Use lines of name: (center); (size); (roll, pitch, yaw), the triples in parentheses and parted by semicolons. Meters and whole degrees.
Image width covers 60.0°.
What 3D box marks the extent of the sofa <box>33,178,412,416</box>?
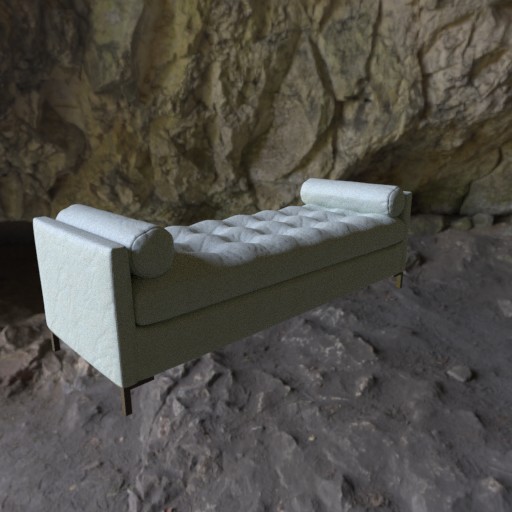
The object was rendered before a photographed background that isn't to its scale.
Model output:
sofa: (0.000, 0.000, 2.505); (2.102, 0.705, 0.796); (-15, 21, -42)
